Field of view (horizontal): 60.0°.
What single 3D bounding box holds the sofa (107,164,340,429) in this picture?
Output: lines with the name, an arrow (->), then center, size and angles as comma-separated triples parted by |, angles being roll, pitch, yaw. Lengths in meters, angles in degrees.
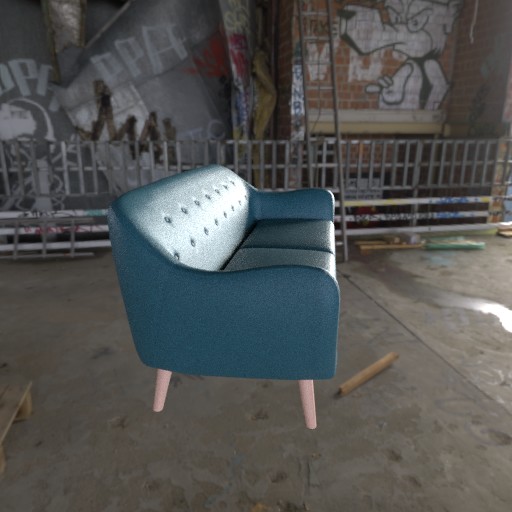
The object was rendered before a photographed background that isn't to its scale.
sofa -> 0.000, 0.000, 2.282 | 0.820, 0.836, 1.840 | 3, 17, 9
